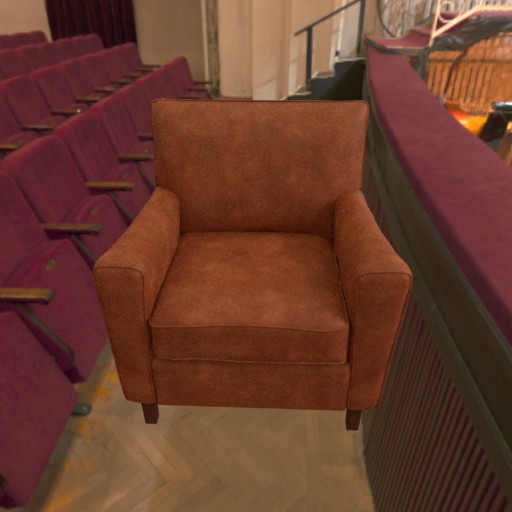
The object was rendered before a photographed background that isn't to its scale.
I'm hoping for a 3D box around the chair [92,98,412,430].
[{"bbox_3d":[0.000,0.000,1.585,0.870,0.943,0.823,1,30,2],"label":"chair"}]
